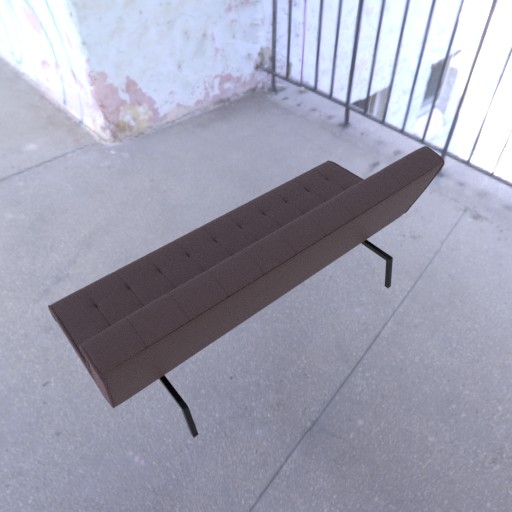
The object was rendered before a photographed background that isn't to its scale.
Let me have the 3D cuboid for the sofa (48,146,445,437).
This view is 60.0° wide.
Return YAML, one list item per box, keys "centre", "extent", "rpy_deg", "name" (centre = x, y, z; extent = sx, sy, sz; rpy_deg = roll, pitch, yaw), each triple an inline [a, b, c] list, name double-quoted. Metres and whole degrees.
- centre: [0.000, 0.000, 2.042]
  extent: [1.703, 0.699, 0.747]
  rpy_deg: [-31, 53, -26]
  name: "sofa"
